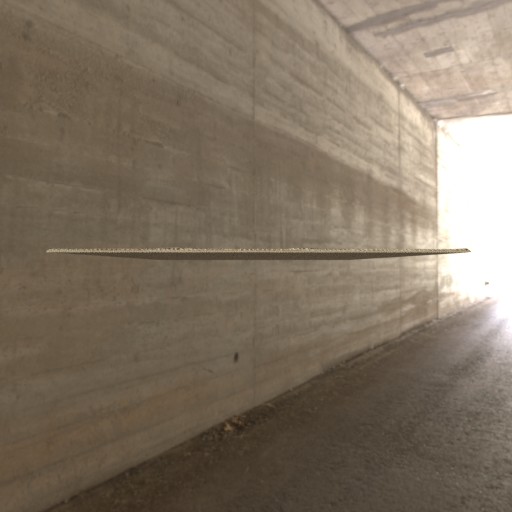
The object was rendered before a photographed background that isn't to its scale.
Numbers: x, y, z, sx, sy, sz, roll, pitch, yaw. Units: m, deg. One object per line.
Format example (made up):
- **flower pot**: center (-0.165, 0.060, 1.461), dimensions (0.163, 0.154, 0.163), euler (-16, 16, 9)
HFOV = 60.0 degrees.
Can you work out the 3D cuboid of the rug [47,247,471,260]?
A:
- **rug**: center (0.000, 0.000, 4.049), dimensions (2.429, 0.030, 3.052), euler (0, -1, -1)
